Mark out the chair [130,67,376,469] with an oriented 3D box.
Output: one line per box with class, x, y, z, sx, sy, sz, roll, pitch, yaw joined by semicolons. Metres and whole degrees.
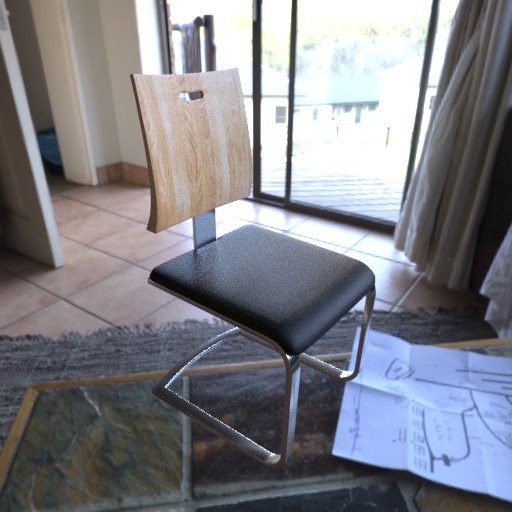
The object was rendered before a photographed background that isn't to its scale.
chair;0.000;0.000;1.226;0.560;0.936;0.462;18;31;33
